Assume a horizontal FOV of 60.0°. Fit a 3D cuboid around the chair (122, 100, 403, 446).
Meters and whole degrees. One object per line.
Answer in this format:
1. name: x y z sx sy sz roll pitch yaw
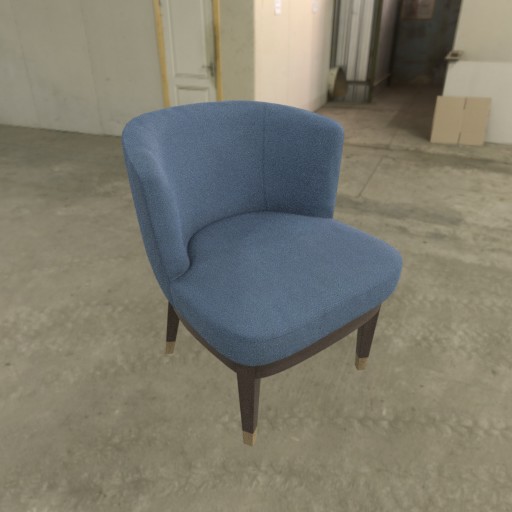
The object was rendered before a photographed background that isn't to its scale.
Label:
1. chair: 0.000 0.000 1.302 0.661 0.760 0.702 -22 36 -32
